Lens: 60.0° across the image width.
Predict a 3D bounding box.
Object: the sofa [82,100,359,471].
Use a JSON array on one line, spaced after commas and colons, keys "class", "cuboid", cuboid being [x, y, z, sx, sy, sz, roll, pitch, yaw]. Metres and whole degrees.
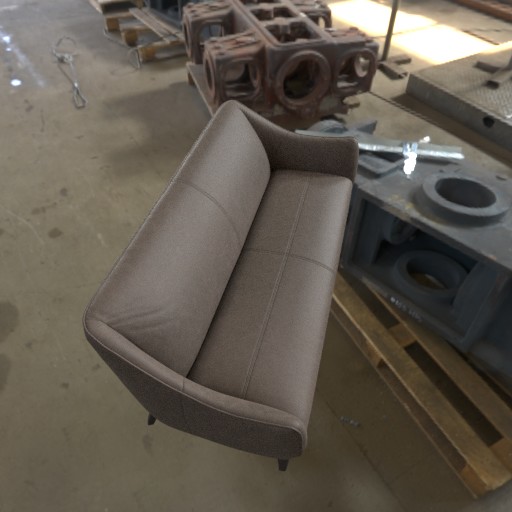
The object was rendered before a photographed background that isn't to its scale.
[{"class": "sofa", "cuboid": [0.000, 0.000, 2.337, 0.869, 0.831, 1.928, 11, 47, 10]}]
